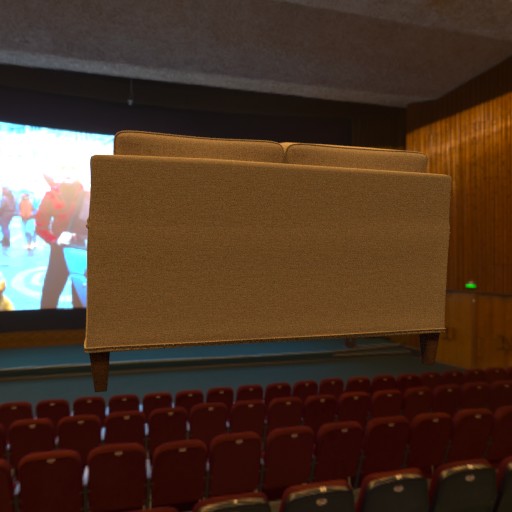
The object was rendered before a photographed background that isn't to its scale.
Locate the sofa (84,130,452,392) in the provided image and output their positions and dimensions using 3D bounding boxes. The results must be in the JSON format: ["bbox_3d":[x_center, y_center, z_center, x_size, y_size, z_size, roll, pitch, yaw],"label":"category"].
[{"bbox_3d":[0.000,0.000,2.252,1.597,1.003,1.084,0,0,-16],"label":"sofa"}]
